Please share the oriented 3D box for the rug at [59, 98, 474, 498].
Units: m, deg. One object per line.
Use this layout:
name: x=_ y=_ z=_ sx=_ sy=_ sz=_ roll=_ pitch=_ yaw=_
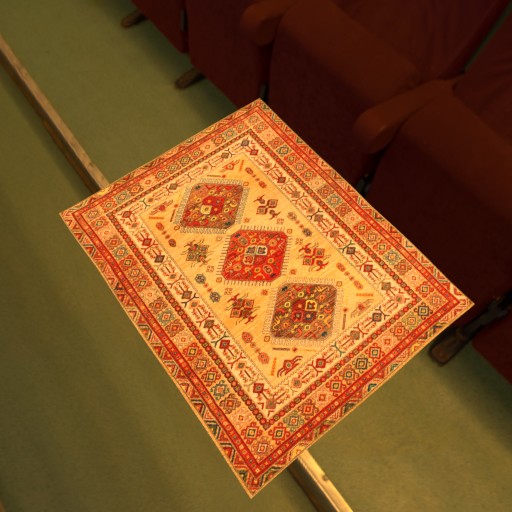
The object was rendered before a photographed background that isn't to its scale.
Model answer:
rug: x=0.000 y=0.000 z=4.071 sx=2.460 sy=0.005 sz=3.067 roll=-35 pitch=69 yaw=-16
